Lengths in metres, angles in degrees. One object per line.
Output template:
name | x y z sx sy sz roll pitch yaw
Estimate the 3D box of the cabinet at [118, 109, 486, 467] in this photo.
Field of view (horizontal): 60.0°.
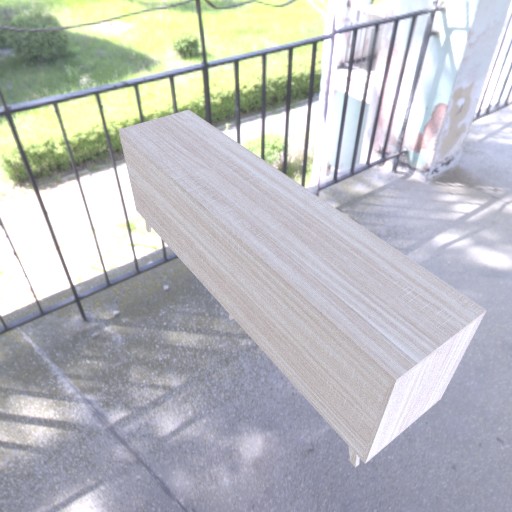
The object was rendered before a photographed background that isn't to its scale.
cabinet | 0.000 0.000 2.448 0.500 0.780 2.200 -26 48 -26
